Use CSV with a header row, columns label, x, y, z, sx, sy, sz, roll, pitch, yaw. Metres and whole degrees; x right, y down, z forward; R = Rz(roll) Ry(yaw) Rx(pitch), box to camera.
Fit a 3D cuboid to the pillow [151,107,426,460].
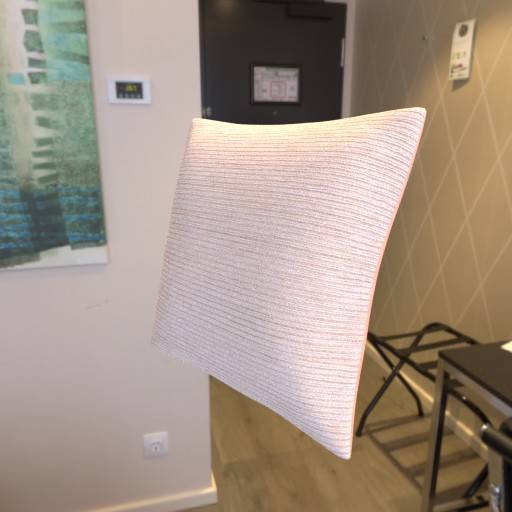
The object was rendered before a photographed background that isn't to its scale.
label,x,y,z,sx,sy,sz,roll,pitch,yaw
pillow,0.000,0.000,0.651,0.424,0.401,0.177,14,20,43
